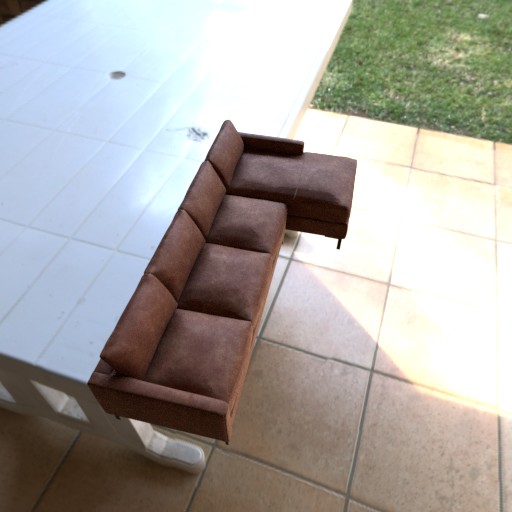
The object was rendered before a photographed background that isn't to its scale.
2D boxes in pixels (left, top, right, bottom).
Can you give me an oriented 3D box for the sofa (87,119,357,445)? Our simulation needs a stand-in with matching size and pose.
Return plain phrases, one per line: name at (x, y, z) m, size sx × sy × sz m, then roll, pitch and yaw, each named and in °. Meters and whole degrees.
sofa at (0.000, 0.000, 3.759) m, size 1.471 × 0.859 × 2.993 m, roll 10°, pitch 49°, yaw 9°
